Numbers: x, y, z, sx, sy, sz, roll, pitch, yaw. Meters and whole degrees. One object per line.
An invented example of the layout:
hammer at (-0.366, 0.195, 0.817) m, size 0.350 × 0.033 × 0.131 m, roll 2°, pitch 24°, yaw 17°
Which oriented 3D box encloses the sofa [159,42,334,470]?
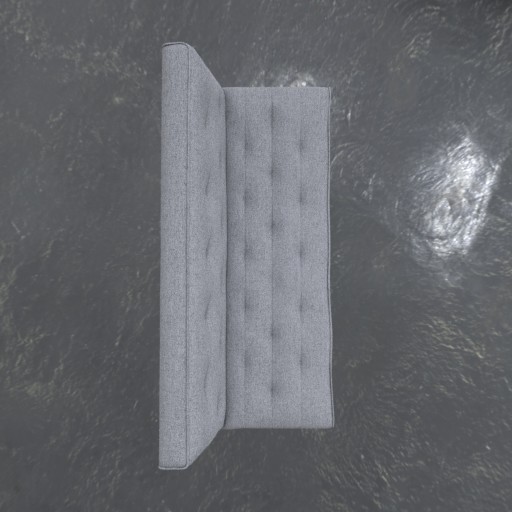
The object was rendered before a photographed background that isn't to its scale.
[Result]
sofa at (0.000, 0.000, 2.260) m, size 0.810 × 0.830 × 1.820 m, roll 0°, pitch 88°, yaw 1°
